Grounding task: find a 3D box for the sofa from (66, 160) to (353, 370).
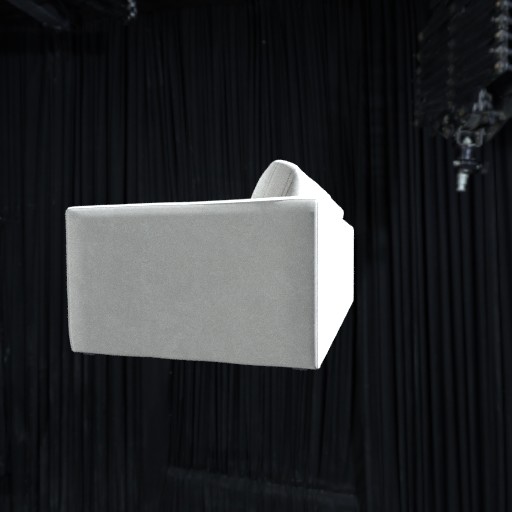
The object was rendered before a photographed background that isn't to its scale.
[{"bbox_3d":[0.000,0.000,2.815,1.090,0.838,2.588,0,1,16],"label":"sofa"}]
